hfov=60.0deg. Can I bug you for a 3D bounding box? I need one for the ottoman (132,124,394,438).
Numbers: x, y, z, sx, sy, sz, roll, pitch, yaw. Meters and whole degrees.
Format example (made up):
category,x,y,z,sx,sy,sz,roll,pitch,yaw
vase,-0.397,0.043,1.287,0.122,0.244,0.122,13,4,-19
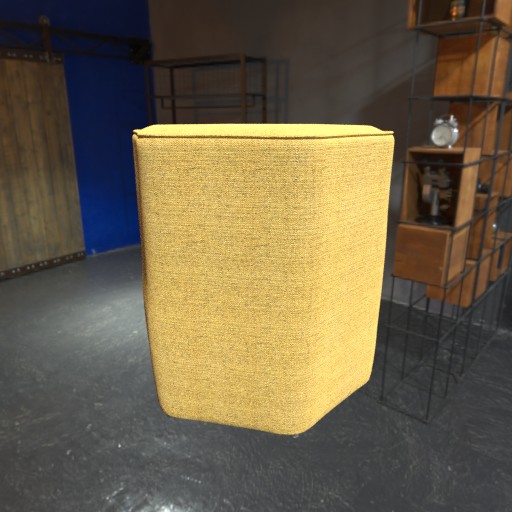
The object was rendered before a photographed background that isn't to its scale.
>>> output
category,x,y,z,sx,sy,sz,roll,pitch,yaw
ottoman,0.000,0.000,0.886,0.443,0.502,0.494,16,23,41
